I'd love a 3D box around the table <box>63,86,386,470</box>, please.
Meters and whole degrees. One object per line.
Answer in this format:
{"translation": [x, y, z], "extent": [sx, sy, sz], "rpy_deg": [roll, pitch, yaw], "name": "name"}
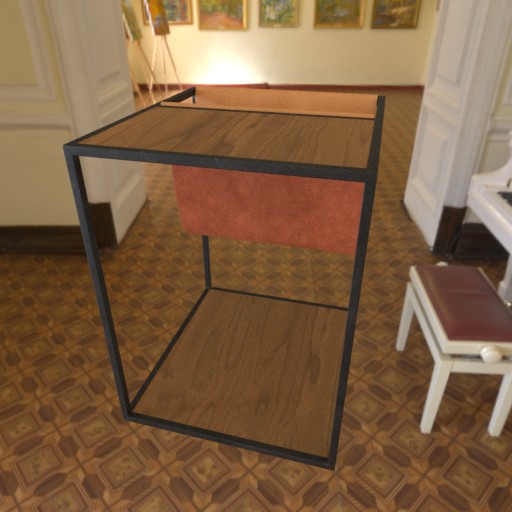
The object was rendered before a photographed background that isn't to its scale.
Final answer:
{"translation": [0.000, 0.000, 0.850], "extent": [0.399, 0.536, 0.450], "rpy_deg": [8, 31, 13], "name": "table"}
